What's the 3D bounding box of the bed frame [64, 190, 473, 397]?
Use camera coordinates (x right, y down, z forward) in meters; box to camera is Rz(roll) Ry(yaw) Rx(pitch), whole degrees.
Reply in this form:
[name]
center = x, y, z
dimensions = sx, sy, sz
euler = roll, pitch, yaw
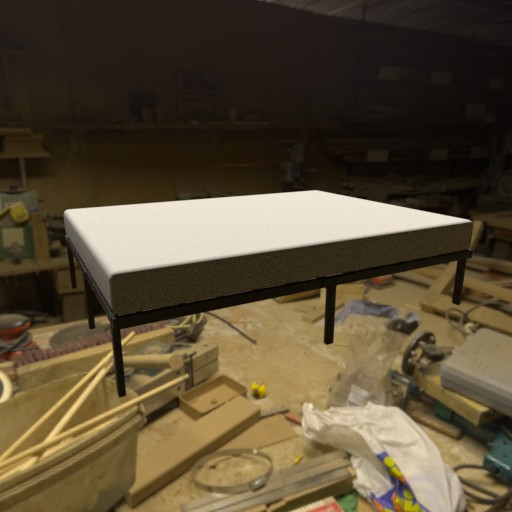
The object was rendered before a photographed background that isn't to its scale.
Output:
[bed frame]
center = 0.000, 0.000, 3.574
dimensions = 2.635, 0.680, 1.990
euler = -9, 18, -27
